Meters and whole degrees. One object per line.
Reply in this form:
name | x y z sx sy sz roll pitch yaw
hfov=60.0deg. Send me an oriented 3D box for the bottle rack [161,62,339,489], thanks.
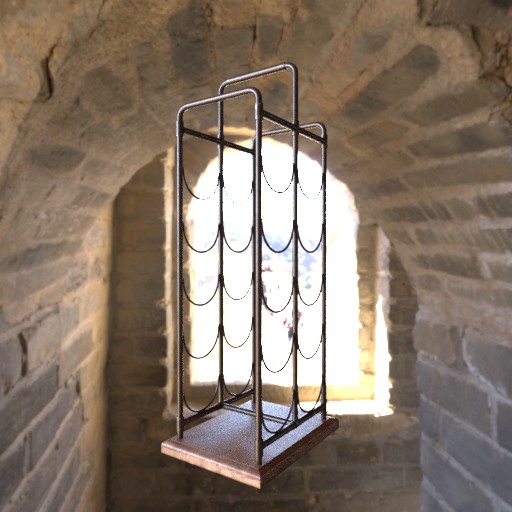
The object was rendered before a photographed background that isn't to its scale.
bottle rack | 0.000 0.000 0.817 0.208 0.680 0.276 0 1 35
